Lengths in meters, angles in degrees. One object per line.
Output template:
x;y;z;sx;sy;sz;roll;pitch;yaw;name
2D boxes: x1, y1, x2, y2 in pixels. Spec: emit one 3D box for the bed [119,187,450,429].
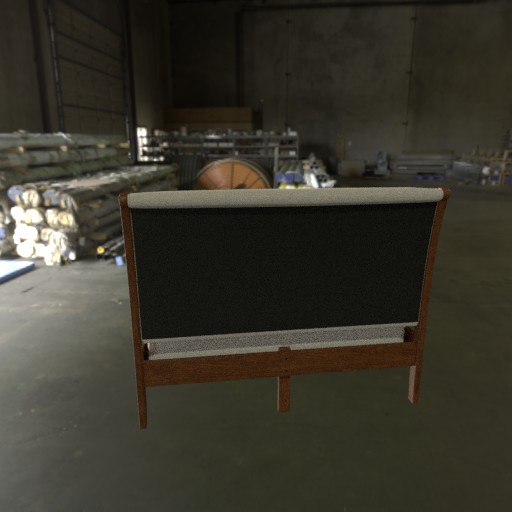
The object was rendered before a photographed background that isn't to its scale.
0.000;0.000;3.300;1.612;1.250;2.380;-2;15;-8;bed
